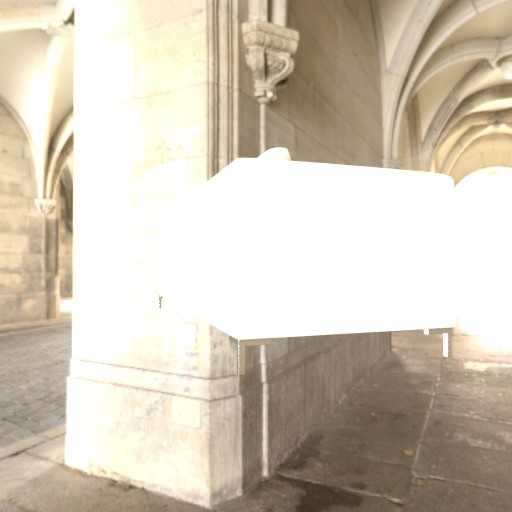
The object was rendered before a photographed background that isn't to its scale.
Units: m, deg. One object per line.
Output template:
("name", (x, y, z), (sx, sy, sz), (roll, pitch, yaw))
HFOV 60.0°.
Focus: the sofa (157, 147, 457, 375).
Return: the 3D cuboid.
("sofa", (0.000, 0.000, 2.824), (0.969, 0.867, 2.415), (0, -1, -19))
